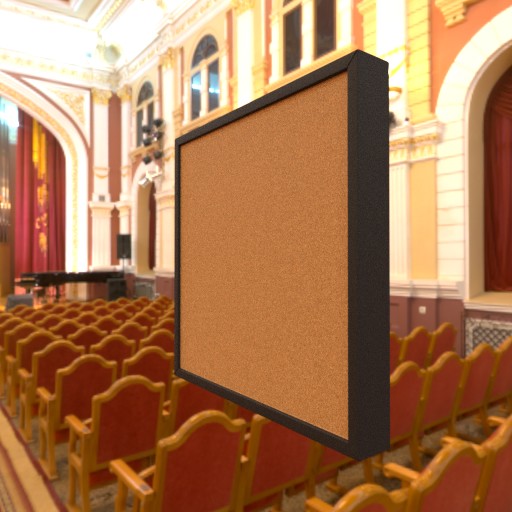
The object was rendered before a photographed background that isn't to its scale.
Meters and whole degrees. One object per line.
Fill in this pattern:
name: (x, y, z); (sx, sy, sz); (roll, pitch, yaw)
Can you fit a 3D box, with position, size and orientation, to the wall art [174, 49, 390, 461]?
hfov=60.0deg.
wall art: (0.000, 0.000, 0.460); (0.037, 0.305, 0.305); (0, -1, -36)
